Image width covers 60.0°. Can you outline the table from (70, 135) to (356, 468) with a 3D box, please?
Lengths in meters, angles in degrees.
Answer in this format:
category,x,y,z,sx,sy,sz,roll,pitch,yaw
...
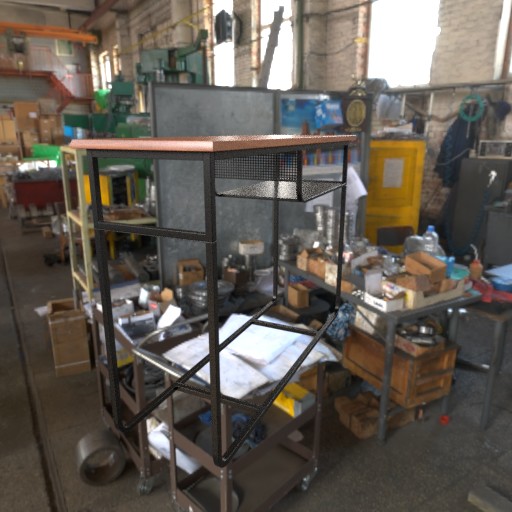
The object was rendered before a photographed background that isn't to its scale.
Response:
category,x,y,z,sx,sy,sz,roll,pitch,yaw
table,0.000,0.000,1.444,0.350,0.750,1.100,7,17,24
